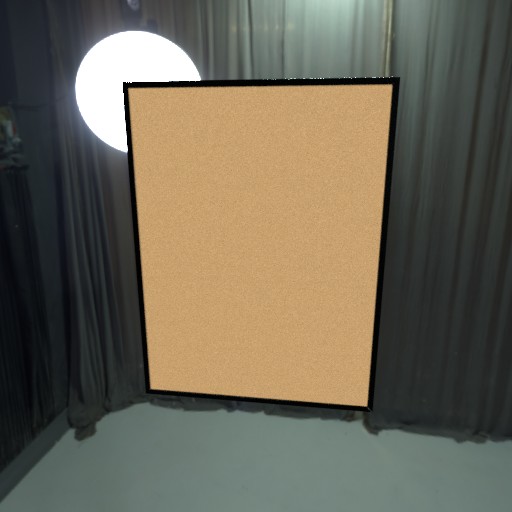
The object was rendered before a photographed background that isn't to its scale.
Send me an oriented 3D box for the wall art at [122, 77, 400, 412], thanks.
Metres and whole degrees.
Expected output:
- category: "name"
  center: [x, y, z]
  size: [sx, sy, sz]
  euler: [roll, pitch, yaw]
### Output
- category: "wall art"
  center: [0.000, 0.000, 1.431]
  size: [0.805, 1.062, 0.040]
  euler: [2, 16, 8]
